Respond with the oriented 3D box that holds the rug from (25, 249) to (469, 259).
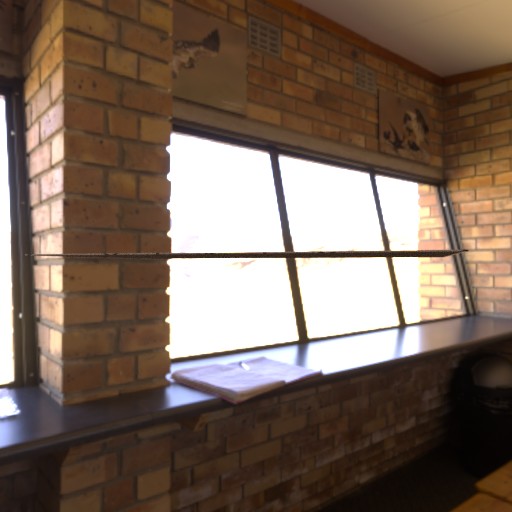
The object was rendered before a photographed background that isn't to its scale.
[{"bbox_3d":[0.000,0.000,3.022,2.465,0.008,1.526,0,-1,19],"label":"rug"}]
